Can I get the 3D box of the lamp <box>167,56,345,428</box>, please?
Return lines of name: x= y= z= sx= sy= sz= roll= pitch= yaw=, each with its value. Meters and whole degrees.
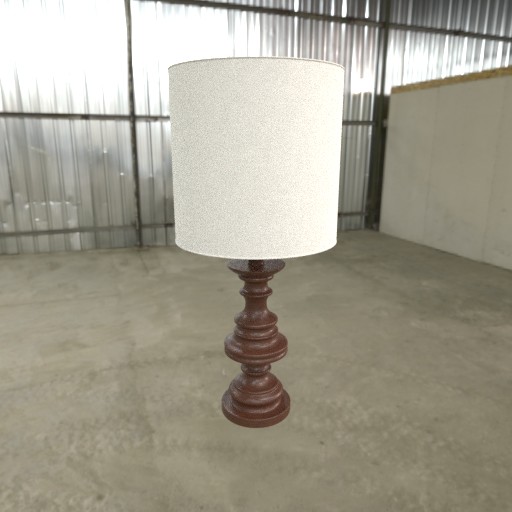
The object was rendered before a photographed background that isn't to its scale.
lamp: x=0.000 y=0.000 z=0.588 sx=0.208 sy=0.455 sz=0.208 roll=2 pitch=15 yaw=8
